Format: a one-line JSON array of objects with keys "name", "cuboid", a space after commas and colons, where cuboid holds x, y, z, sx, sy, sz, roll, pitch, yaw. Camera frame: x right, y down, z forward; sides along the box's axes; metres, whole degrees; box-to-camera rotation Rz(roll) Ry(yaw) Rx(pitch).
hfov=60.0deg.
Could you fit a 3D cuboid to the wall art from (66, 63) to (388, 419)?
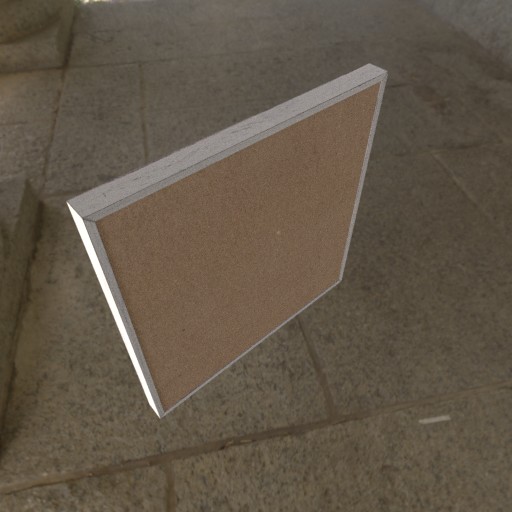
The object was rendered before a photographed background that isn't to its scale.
[{"name": "wall art", "cuboid": [0.000, 0.000, 0.766, 0.508, 0.508, 0.038, -33, 55, -26]}]
